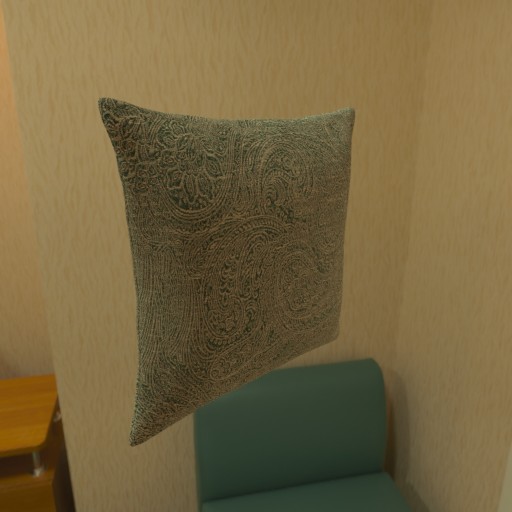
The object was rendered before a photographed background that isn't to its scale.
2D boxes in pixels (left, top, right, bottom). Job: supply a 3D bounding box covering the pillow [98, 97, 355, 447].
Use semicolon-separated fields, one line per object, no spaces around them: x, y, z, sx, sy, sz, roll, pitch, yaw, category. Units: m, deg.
0.000;0.000;0.777;0.526;0.507;0.166;-15;23;-41;pillow
